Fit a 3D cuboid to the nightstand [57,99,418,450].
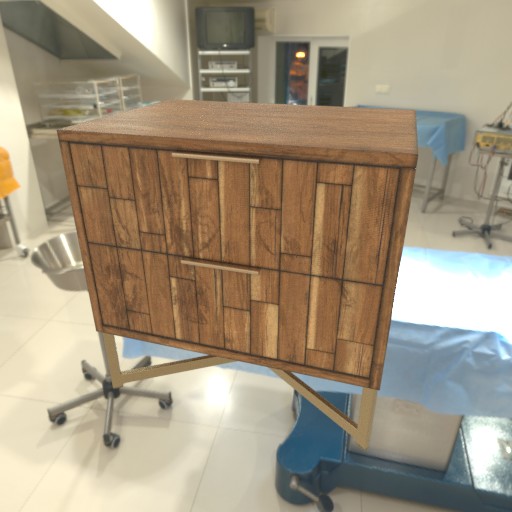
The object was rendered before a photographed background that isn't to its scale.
[{"bbox_3d":[0.000,0.000,1.019,0.610,0.610,0.446,8,28,16],"label":"nightstand"}]
